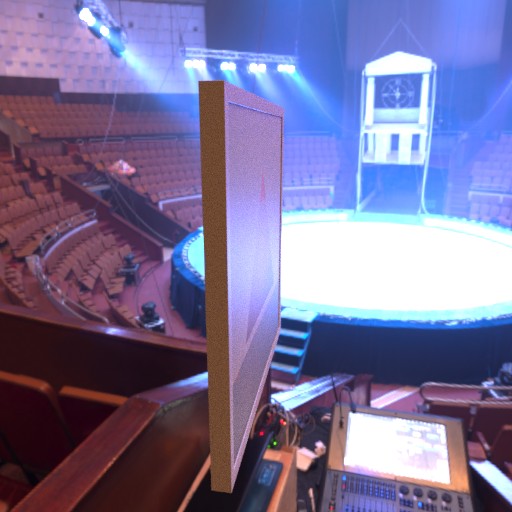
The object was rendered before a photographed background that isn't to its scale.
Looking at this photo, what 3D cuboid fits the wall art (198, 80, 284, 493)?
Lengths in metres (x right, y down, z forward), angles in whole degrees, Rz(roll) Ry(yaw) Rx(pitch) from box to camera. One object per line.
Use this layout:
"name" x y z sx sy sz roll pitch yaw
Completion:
"wall art" 0.000 0.000 1.143 0.041 0.765 0.768 3 16 10
